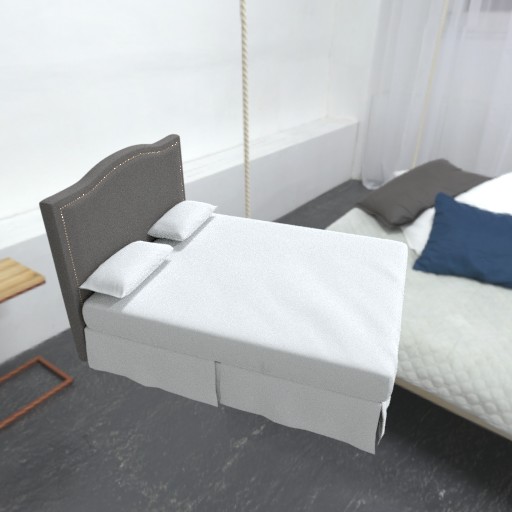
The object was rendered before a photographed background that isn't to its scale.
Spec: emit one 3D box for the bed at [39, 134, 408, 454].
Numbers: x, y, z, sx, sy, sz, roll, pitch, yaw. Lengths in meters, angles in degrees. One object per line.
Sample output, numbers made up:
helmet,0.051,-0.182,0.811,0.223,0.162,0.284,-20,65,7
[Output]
bed,0.000,0.000,3.429,2.282,1.436,1.821,10,32,17
